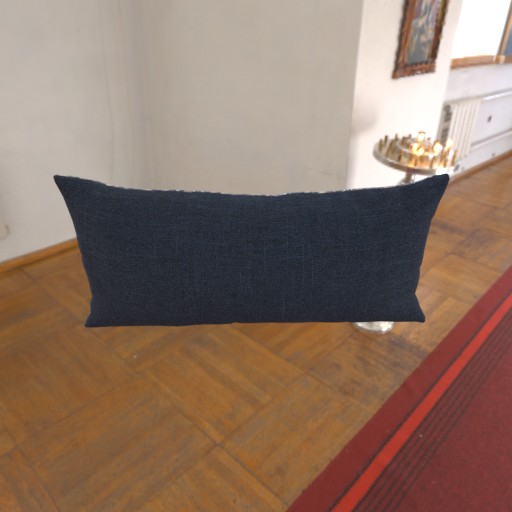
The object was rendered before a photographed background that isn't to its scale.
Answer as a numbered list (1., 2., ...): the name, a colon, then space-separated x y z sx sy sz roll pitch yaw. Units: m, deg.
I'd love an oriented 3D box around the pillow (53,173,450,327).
1. pillow: 0.000 0.000 0.751 0.631 0.292 0.148 -1 30 -1
